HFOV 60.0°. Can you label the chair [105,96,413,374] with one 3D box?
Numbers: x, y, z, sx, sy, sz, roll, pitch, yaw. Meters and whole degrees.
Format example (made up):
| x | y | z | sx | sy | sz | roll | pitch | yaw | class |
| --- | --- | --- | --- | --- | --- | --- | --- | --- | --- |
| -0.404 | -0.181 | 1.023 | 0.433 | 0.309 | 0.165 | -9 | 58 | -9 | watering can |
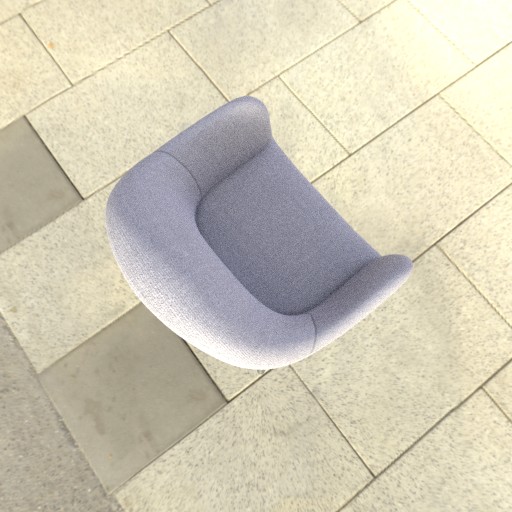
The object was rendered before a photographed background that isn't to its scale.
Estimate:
| x | y | z | sx | sy | sz | roll | pitch | yaw | class |
| --- | --- | --- | --- | --- | --- | --- | --- | --- | --- |
| 0.000 | 0.000 | 1.185 | 0.550 | 0.795 | 0.590 | -38 | 78 | -10 | chair |
